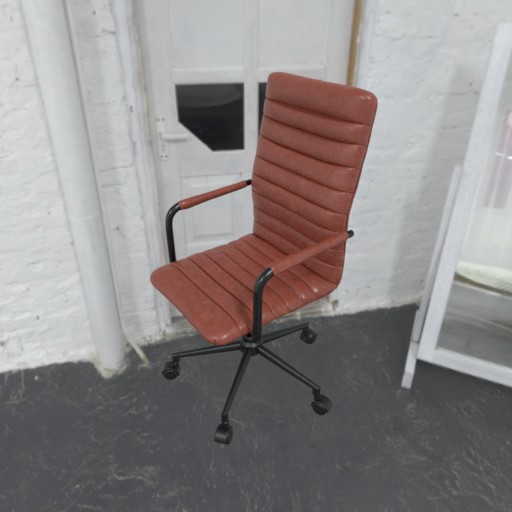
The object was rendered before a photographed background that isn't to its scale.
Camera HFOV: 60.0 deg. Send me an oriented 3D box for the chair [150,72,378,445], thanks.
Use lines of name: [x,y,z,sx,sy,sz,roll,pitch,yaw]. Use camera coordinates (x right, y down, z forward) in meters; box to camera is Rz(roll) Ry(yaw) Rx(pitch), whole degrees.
chair: [0.000,0.000,1.359,0.580,0.979,0.608,-21,37,-31]
